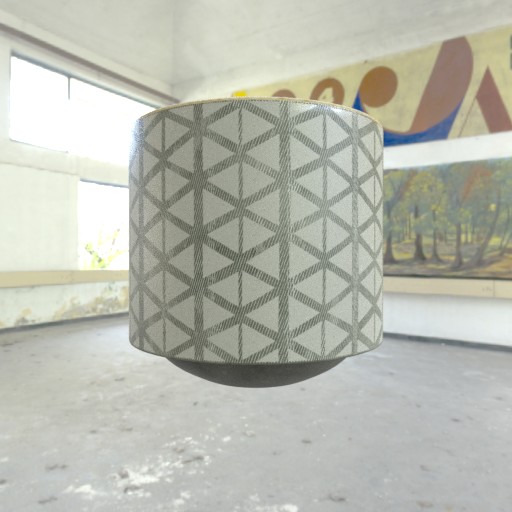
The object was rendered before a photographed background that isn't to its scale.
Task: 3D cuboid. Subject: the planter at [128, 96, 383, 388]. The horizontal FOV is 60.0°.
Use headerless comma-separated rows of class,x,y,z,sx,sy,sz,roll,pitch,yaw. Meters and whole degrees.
planter,0.000,0.000,0.453,0.250,0.239,0.250,0,0,0
